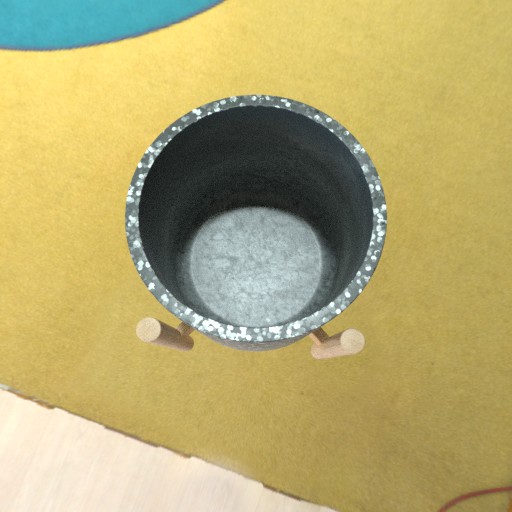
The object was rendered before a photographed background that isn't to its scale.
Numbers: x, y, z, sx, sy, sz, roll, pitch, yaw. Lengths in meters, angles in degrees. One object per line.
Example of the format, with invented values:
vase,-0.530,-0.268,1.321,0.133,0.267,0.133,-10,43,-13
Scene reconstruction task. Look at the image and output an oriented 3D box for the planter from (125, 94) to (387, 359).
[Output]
planter,0.000,0.000,0.531,0.284,0.320,0.284,-19,76,-5
